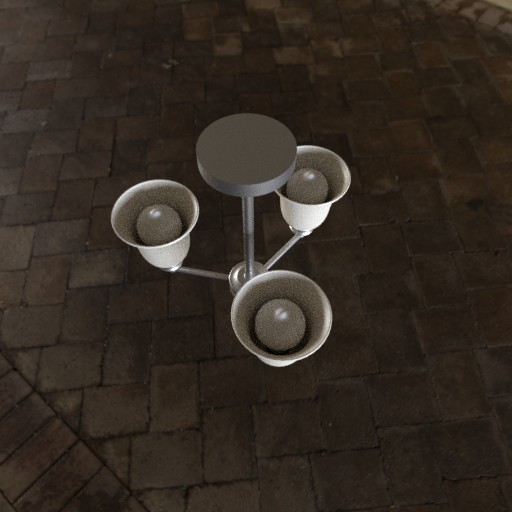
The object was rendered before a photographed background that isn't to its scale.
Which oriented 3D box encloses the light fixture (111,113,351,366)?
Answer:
[{"bbox_3d":[0.000,0.000,0.664,0.388,0.370,0.354,-15,58,-10],"label":"light fixture"}]
